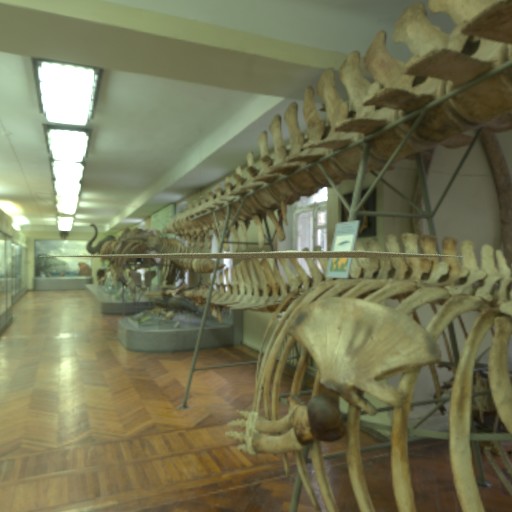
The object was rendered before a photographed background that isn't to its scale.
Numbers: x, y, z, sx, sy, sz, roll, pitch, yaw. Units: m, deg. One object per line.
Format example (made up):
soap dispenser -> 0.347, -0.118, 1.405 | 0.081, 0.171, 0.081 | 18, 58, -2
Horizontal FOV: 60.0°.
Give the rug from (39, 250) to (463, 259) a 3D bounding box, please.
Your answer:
rug -> 0.000, 0.000, 4.082 | 3.051, 0.021, 2.448 | -1, -1, 36
